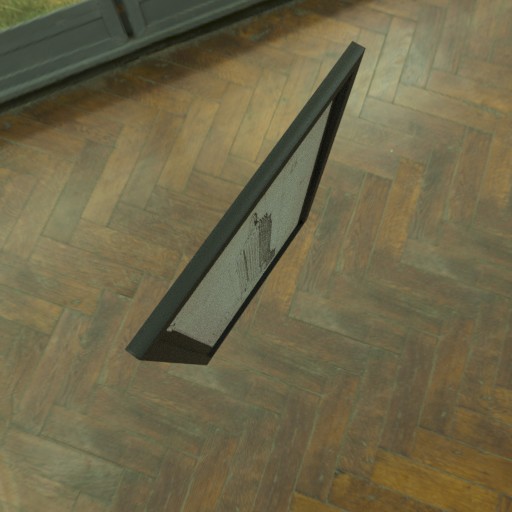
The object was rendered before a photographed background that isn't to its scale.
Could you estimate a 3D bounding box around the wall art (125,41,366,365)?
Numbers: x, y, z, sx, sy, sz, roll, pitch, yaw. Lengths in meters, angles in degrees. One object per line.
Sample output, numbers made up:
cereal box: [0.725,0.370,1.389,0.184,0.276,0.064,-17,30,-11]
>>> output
wall art: [0.000,0.000,0.544,0.013,0.431,0.303,33,78,8]
